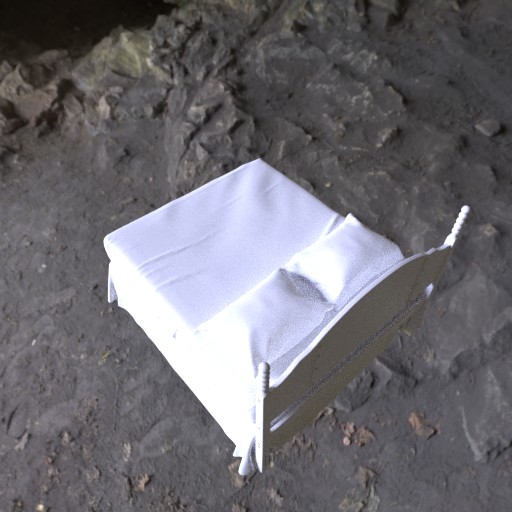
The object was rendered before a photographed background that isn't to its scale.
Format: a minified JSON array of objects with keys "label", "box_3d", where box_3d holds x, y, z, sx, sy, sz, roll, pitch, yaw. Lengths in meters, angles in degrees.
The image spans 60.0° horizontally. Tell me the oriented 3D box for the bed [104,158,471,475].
[{"label":"bed","box_3d":[0.000,0.000,3.273,1.873,1.356,2.040,-32,55,-26]}]
